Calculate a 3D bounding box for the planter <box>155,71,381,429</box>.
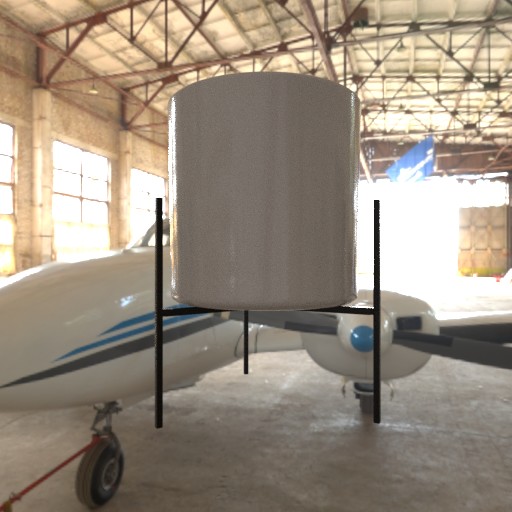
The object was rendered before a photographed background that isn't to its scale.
[{"bbox_3d":[0.000,0.000,0.644,0.308,0.431,0.307,0,0,-36],"label":"planter"}]
